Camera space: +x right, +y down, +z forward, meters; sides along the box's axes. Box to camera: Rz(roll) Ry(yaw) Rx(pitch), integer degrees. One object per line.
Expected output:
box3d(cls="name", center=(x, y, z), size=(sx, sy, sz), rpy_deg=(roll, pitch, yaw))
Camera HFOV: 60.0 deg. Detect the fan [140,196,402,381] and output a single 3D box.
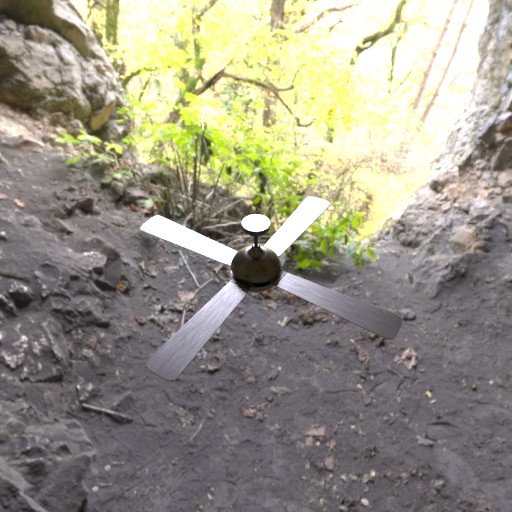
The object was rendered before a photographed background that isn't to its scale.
box3d(cls="fan", center=(0.000, 0.000, 2.037), size=(1.321, 0.381, 1.321), rpy_deg=(-26, 48, -27))
